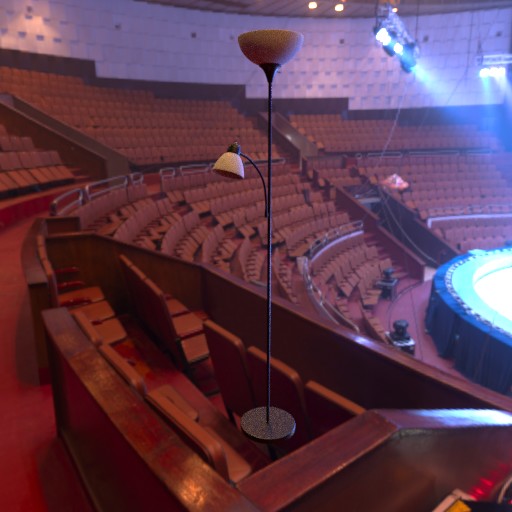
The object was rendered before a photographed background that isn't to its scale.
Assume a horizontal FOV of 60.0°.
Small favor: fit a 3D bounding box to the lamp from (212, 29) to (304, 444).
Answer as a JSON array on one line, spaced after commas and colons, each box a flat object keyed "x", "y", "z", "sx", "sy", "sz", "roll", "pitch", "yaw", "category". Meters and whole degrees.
[{"x": 0.000, "y": 0.000, "z": 1.964, "sx": 0.279, "sy": 1.804, "sz": 0.442, "roll": 13, "pitch": 19, "yaw": 43, "category": "lamp"}]
